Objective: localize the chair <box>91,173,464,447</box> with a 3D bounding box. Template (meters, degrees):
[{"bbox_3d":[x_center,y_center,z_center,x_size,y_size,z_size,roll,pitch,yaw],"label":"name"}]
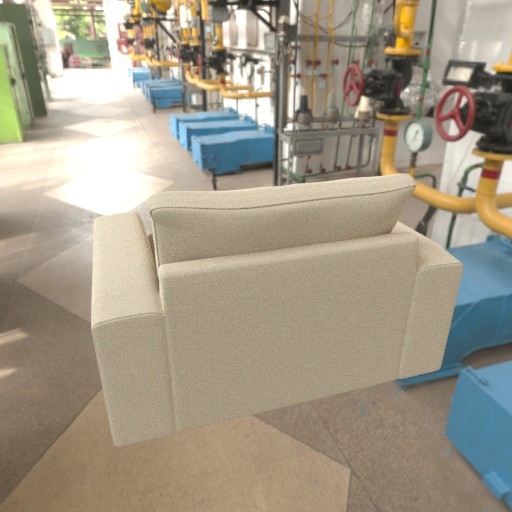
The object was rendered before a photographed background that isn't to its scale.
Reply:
[{"bbox_3d":[0.000,0.000,2.035,1.398,0.915,1.039,-8,27,-16],"label":"chair"}]
